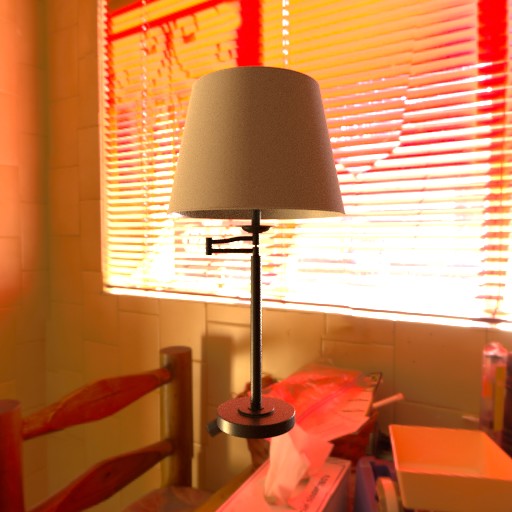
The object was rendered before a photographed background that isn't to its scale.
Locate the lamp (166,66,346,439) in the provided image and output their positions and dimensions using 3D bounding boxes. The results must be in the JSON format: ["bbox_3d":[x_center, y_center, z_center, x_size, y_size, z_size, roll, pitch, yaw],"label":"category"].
[{"bbox_3d":[0.000,0.000,0.918,0.363,0.696,0.363,0,2,0],"label":"lamp"}]
